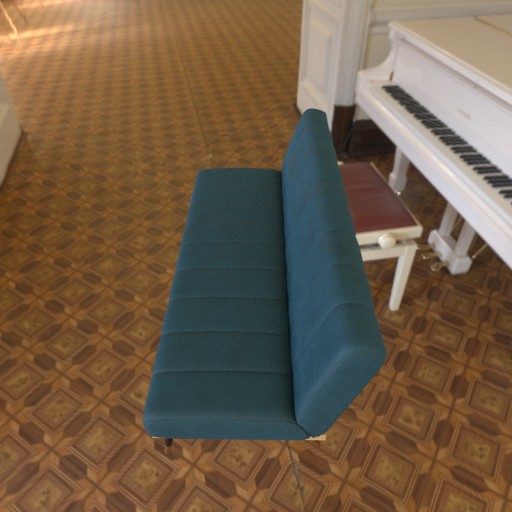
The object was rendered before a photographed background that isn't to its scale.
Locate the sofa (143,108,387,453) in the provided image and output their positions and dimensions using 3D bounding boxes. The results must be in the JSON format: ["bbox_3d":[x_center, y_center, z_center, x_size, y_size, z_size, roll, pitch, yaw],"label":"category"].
[{"bbox_3d":[0.000,0.000,2.270,0.830,0.825,1.810,1,41,1],"label":"sofa"}]
